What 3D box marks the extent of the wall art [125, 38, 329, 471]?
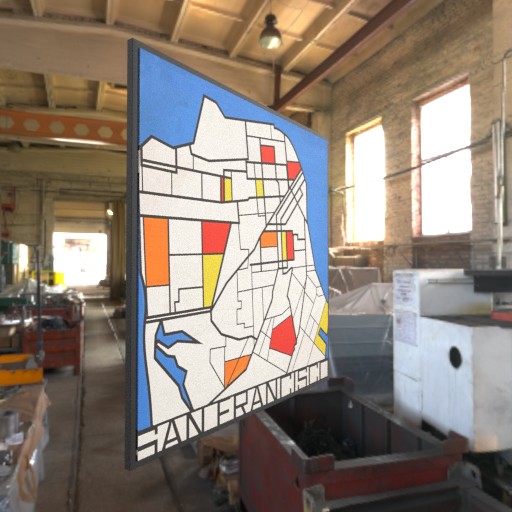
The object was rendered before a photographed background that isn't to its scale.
[{"bbox_3d":[0.000,0.000,0.949,0.015,0.663,0.664,-1,-2,36],"label":"wall art"}]
